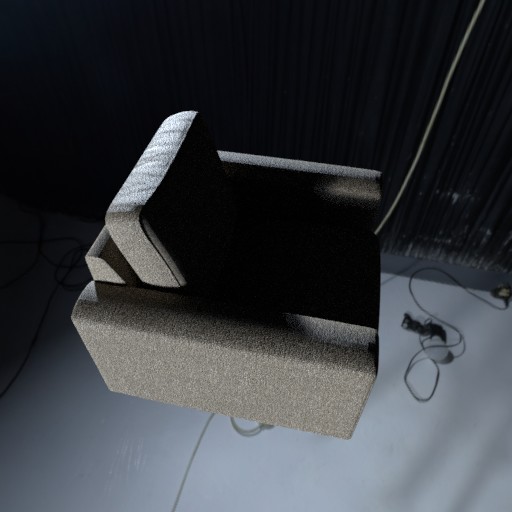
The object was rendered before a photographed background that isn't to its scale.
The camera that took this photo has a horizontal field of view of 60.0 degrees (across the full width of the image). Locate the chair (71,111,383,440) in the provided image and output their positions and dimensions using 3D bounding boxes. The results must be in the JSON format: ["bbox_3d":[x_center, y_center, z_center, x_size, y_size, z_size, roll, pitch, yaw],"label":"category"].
[{"bbox_3d":[0.000,0.000,1.769,1.016,0.873,1.005,9,48,8],"label":"chair"}]
